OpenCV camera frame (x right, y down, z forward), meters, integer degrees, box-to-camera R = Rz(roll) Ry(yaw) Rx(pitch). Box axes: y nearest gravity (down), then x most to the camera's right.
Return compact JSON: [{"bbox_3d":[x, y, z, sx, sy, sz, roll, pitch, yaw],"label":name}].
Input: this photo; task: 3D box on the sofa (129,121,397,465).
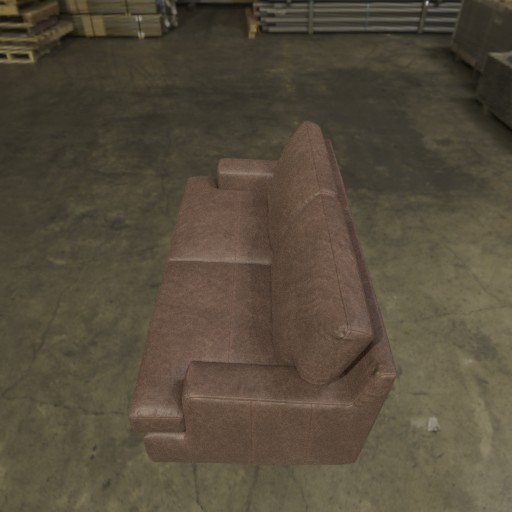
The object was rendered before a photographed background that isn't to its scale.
[{"bbox_3d":[0.000,0.000,2.756,1.143,0.941,2.261,0,39,0],"label":"sofa"}]
